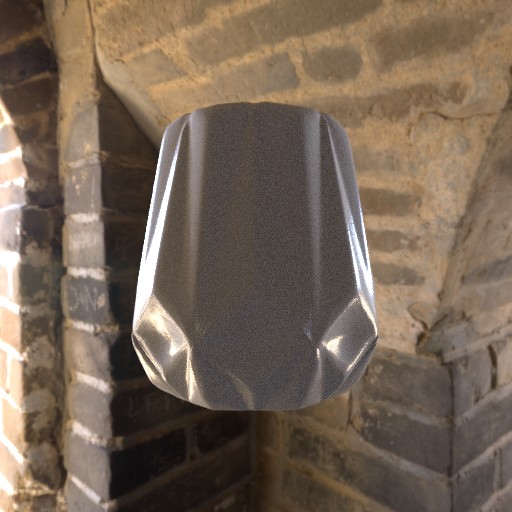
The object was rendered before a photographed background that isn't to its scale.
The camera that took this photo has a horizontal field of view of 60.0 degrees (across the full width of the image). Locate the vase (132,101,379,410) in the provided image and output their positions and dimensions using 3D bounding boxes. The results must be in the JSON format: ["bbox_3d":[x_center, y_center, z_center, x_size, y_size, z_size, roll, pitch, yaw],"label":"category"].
[{"bbox_3d":[0.000,0.000,0.265,0.141,0.152,0.141,0,-1,0],"label":"vase"}]
